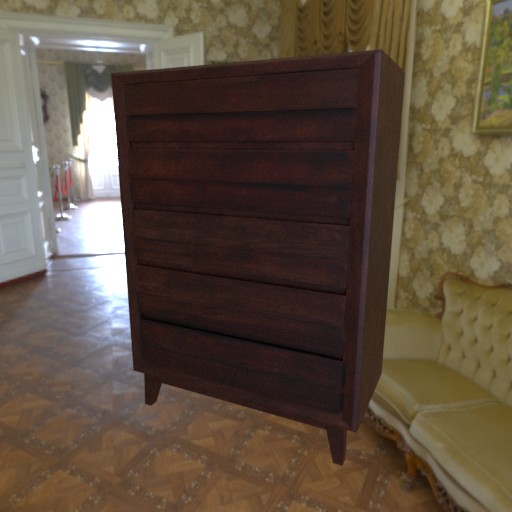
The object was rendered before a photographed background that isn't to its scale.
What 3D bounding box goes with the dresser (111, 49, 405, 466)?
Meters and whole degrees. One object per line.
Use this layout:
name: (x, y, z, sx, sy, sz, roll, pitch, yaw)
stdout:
dresser: (0.000, 0.000, 1.956, 1.072, 1.514, 0.506, 7, 16, 25)
